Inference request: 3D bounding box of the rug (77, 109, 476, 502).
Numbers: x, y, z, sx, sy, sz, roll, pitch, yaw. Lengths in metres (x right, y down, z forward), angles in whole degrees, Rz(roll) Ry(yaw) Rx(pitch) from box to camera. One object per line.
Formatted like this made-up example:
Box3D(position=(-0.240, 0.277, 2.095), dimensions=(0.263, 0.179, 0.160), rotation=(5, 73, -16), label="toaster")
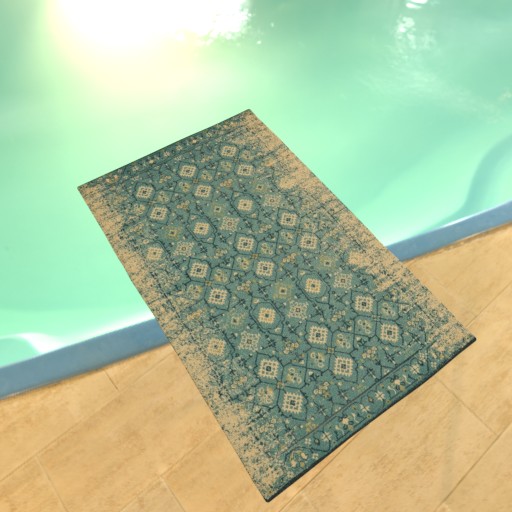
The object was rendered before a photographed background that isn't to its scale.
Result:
Box3D(position=(0.000, 0.000, 2.931), dimensions=(1.530, 0.015, 2.449), rotation=(-30, 63, -17), label="rug")
